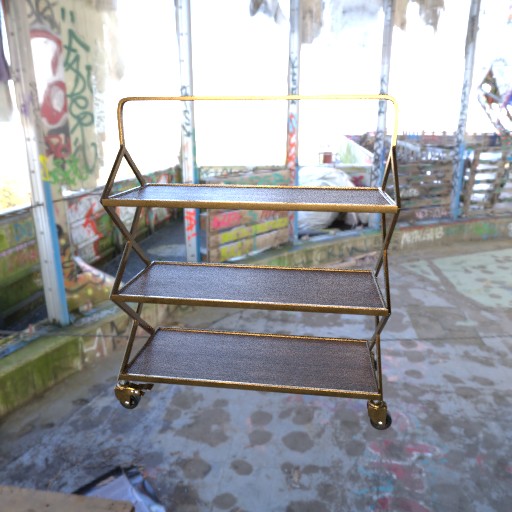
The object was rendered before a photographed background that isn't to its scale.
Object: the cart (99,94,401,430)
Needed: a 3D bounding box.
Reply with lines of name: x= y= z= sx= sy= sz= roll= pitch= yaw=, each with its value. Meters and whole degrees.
cart: x=0.000 y=0.000 z=1.180 sx=0.723 sy=0.805 sz=0.313 roll=2 pitch=17 yaw=8
